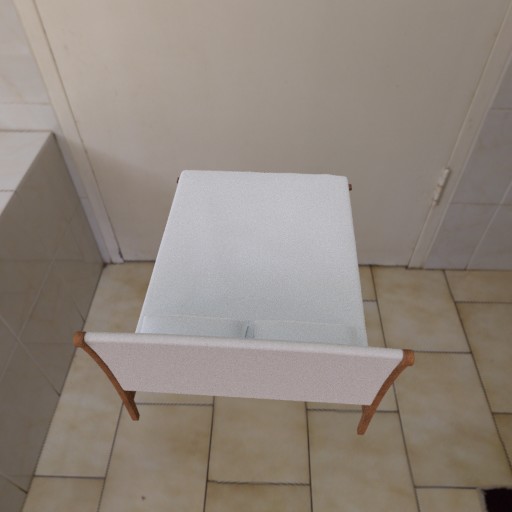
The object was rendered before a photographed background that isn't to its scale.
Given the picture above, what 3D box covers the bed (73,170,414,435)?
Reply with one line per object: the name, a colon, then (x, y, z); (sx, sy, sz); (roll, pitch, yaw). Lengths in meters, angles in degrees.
bed: (0.000, 0.000, 2.989); (1.502, 1.135, 2.108); (3, 48, 3)
